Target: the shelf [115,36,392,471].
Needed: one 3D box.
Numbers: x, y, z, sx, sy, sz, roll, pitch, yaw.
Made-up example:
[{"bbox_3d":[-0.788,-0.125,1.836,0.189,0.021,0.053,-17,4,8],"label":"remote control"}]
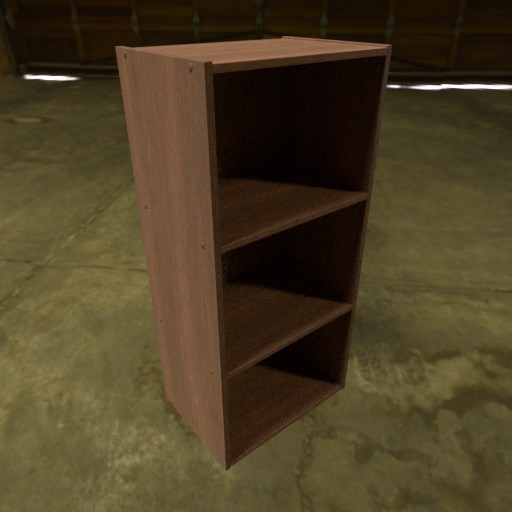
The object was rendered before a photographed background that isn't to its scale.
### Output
[{"bbox_3d":[0.000,0.000,1.022,0.414,0.879,0.290,-22,36,-33],"label":"shelf"}]
